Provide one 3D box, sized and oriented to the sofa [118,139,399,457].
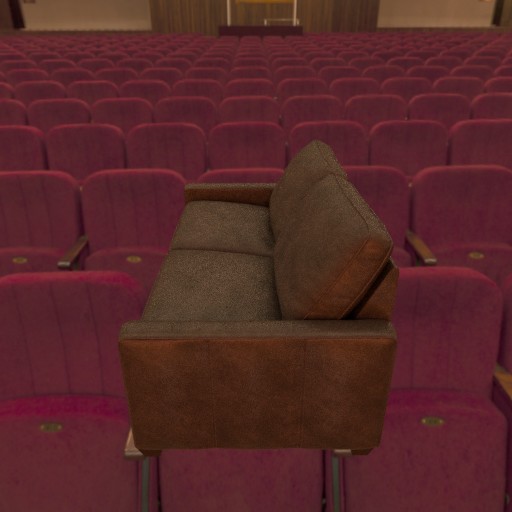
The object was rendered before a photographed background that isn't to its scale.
[{"bbox_3d":[0.000,0.000,2.260,0.939,0.916,1.732,0,26,0],"label":"sofa"}]
